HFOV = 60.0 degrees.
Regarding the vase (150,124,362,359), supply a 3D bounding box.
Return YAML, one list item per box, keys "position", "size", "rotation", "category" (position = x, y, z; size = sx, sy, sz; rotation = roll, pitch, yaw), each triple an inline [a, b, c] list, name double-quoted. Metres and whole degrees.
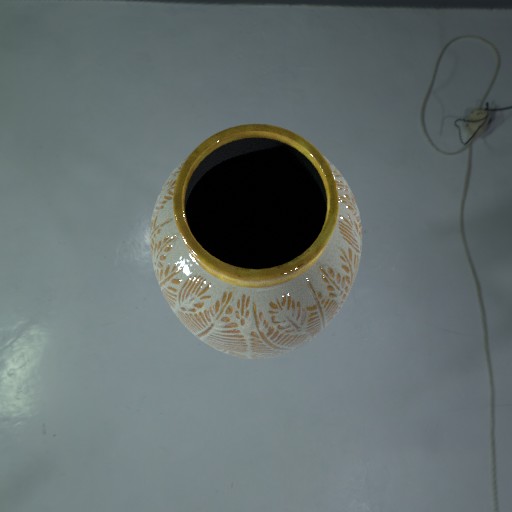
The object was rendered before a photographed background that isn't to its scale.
- position: [0.000, 0.000, 0.386]
  size: [0.172, 0.270, 0.172]
  rotation: [0, 76, 0]
  category: "vase"
